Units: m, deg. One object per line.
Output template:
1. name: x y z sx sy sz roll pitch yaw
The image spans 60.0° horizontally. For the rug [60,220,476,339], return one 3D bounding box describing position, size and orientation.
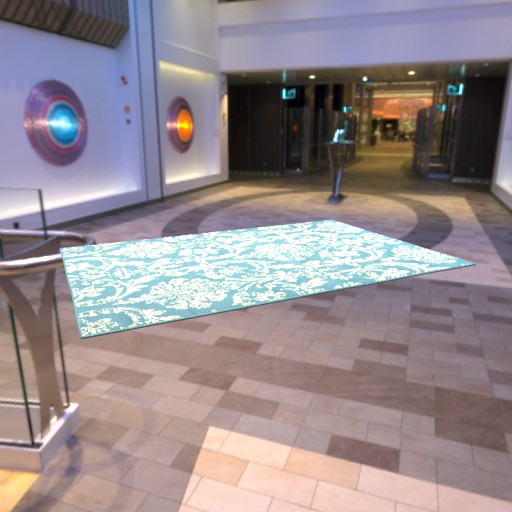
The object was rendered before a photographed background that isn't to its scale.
1. rug: 0.000 0.000 2.320 1.833 0.012 1.211 -8 18 -25
